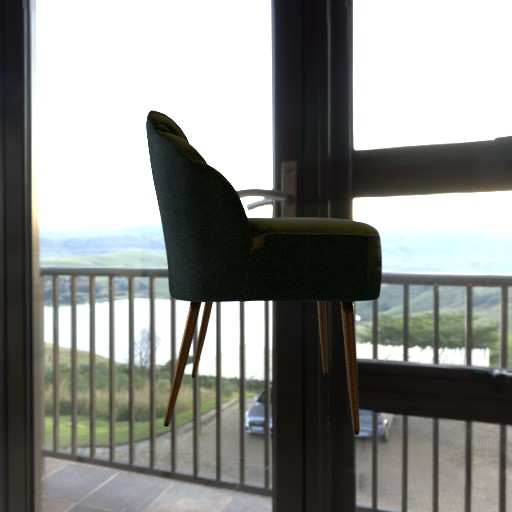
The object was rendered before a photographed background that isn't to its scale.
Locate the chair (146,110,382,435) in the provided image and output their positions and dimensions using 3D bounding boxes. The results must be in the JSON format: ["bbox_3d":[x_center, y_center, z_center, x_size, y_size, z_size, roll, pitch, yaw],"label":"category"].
[{"bbox_3d":[0.000,0.000,1.272,0.599,0.819,0.657,0,0,1],"label":"chair"}]
